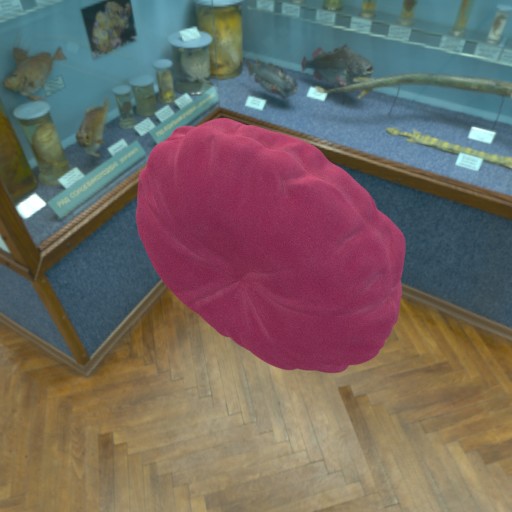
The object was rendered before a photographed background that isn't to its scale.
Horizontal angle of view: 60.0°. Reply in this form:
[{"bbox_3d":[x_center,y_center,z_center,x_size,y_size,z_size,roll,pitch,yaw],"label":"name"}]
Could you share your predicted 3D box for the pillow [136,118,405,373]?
[{"bbox_3d":[0.000,0.000,0.648,0.428,0.407,0.148,25,52,22],"label":"pillow"}]
